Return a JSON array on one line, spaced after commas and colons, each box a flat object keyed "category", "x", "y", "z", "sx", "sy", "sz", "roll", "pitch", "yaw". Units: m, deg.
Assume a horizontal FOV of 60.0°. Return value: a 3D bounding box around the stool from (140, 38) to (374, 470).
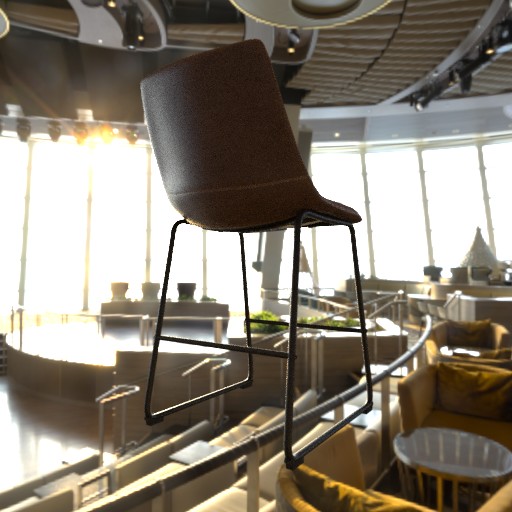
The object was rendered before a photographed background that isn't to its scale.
[{"category": "stool", "x": 0.000, "y": 0.000, "z": 1.205, "sx": 0.460, "sy": 0.890, "sz": 0.550, "roll": 0, "pitch": -1, "yaw": 35}]
